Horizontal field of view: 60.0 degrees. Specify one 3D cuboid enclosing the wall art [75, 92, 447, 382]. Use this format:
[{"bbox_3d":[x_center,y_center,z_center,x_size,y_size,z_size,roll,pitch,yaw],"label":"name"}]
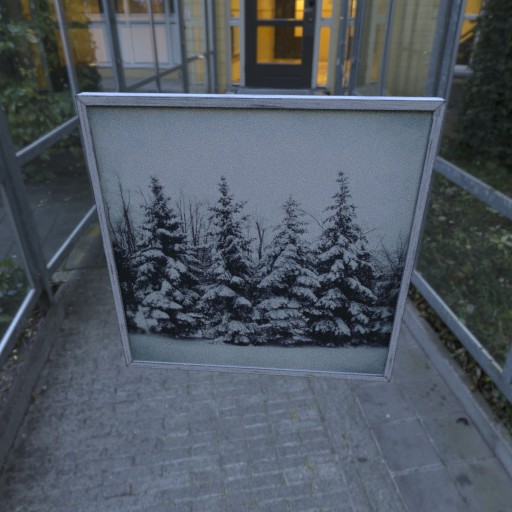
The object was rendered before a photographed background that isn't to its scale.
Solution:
[{"bbox_3d":[0.000,0.000,1.106,0.761,0.761,0.037,2,29,4],"label":"wall art"}]
